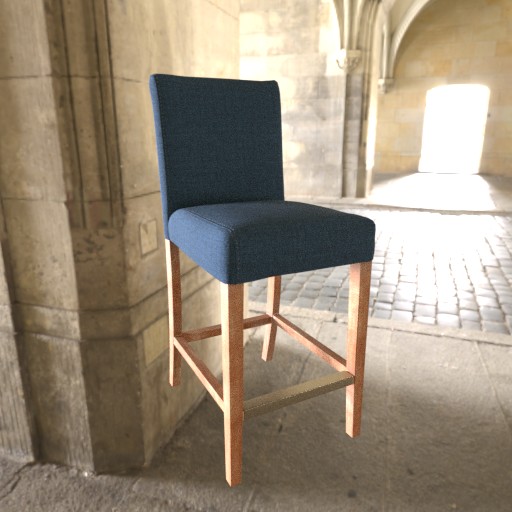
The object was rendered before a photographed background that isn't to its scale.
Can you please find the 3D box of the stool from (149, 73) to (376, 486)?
[{"bbox_3d":[0.000,0.000,1.318,0.454,1.039,0.567,-8,18,-27],"label":"stool"}]
